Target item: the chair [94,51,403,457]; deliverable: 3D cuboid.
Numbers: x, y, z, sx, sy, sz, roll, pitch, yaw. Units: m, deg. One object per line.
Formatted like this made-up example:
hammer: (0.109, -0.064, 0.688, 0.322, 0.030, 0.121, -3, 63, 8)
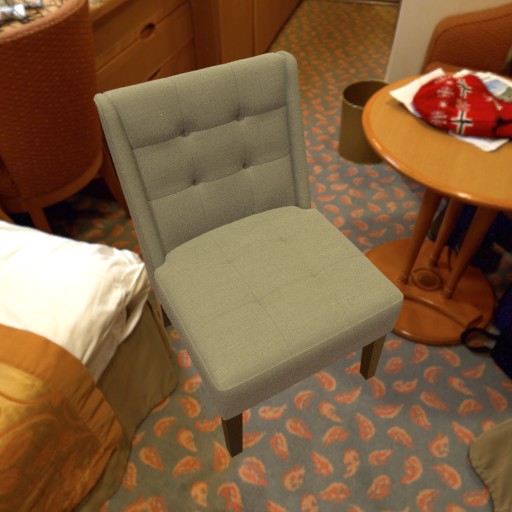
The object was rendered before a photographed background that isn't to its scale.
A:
chair: (0.000, 0.000, 1.279, 0.569, 0.853, 0.676, -22, 50, -20)
